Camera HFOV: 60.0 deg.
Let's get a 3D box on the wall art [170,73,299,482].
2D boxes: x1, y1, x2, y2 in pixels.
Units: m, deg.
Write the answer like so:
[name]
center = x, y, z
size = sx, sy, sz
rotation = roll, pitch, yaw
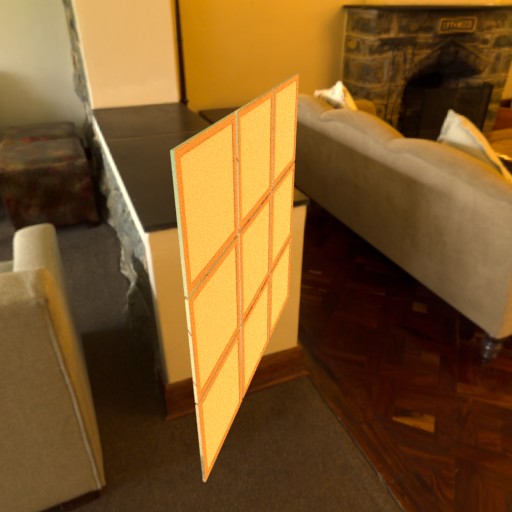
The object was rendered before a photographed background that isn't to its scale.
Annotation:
[wall art]
center = 0.000, 0.000, 2.243
size = 0.013, 1.523, 1.517
rotation = 9, 32, 15
